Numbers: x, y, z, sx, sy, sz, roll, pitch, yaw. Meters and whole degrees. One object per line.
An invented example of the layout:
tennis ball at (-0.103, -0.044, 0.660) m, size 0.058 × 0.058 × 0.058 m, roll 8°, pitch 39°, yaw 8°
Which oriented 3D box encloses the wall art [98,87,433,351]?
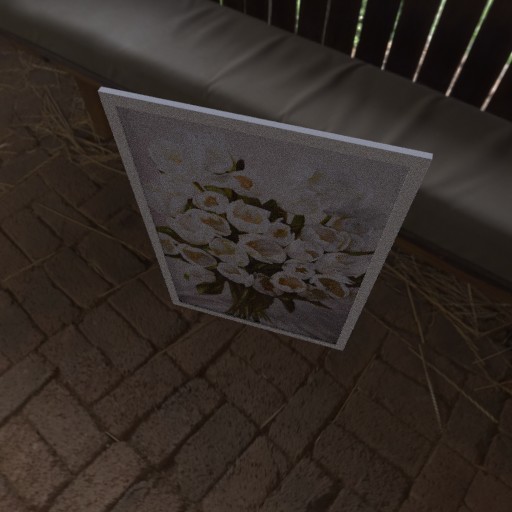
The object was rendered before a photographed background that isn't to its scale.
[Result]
wall art at (0.000, 0.000, 1.253) m, size 0.660 × 0.965 × 0.015 m, roll 14°, pitch 59°, yaw 9°
